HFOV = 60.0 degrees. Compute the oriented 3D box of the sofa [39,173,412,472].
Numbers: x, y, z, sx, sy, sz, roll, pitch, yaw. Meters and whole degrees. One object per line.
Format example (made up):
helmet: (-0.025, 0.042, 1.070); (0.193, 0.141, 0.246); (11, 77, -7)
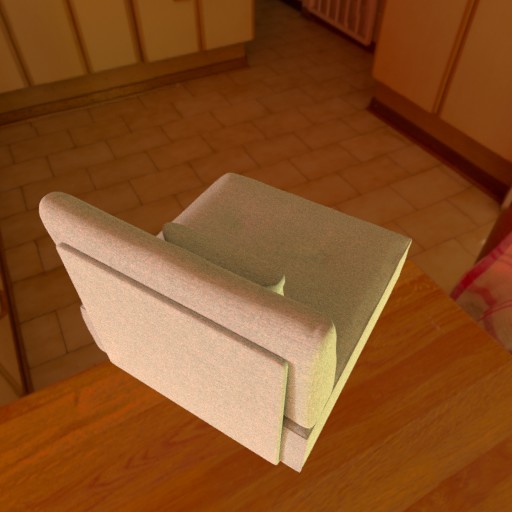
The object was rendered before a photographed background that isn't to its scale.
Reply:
sofa: (0.000, 0.000, 1.653); (0.930, 0.820, 1.000); (24, 51, 21)
